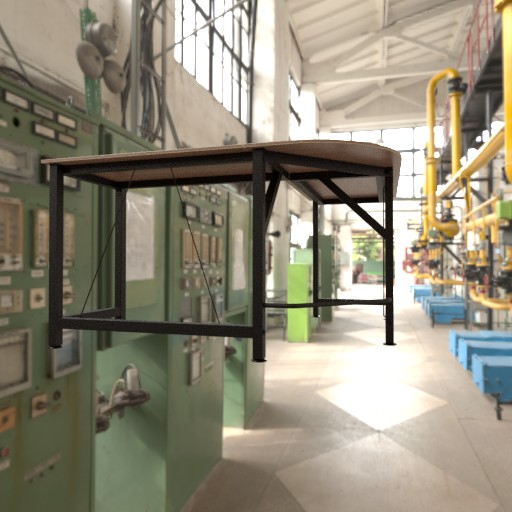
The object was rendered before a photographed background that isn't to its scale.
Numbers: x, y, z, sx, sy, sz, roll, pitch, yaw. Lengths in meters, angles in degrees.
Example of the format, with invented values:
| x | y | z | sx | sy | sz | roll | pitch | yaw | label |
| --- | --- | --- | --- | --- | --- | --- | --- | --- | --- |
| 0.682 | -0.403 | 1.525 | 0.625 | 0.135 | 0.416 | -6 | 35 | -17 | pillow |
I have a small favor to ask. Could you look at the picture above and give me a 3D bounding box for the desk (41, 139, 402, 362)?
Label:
| x | y | z | sx | sy | sz | roll | pitch | yaw | label |
| --- | --- | --- | --- | --- | --- | --- | --- | --- | --- |
| 0.000 | 0.000 | 2.260 | 1.400 | 0.762 | 1.400 | 0 | -1 | 16 | desk |
